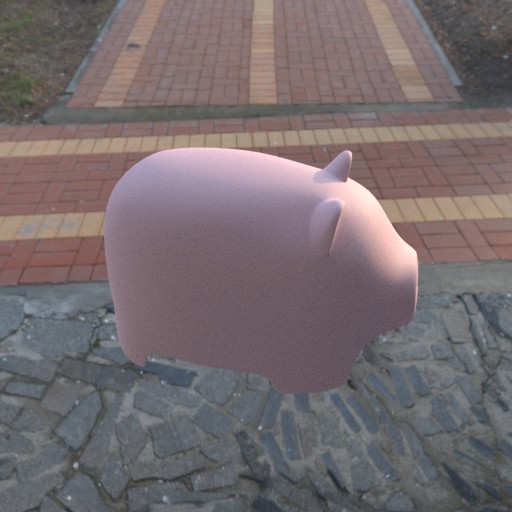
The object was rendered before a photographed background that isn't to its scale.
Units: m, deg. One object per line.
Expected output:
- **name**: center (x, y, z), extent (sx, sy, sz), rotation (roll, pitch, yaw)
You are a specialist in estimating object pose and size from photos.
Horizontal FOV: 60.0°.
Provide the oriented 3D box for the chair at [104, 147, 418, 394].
- **chair**: center (0.000, 0.000, 0.867), extent (0.619, 0.423, 0.364), rotation (10, 47, 9)
